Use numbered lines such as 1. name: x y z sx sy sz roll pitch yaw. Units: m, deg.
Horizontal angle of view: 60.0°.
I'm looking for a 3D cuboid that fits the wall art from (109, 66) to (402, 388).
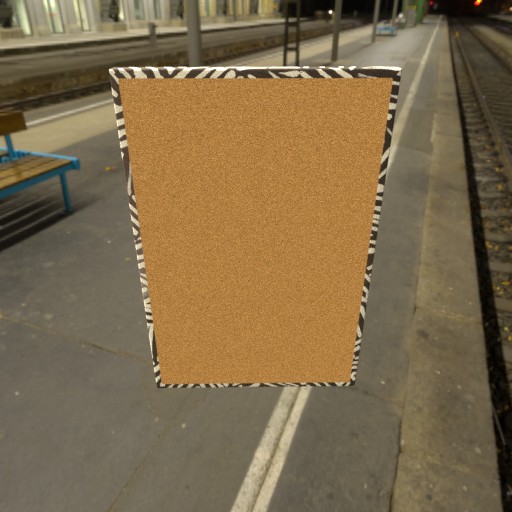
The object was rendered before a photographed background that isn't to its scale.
1. wall art: 0.000 0.000 1.167 0.615 0.918 0.035 0 29 -1
